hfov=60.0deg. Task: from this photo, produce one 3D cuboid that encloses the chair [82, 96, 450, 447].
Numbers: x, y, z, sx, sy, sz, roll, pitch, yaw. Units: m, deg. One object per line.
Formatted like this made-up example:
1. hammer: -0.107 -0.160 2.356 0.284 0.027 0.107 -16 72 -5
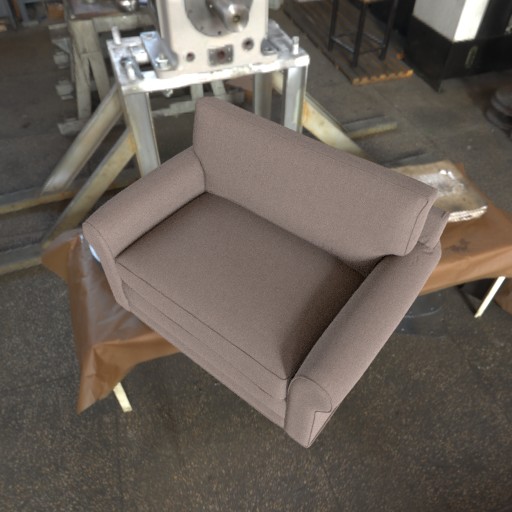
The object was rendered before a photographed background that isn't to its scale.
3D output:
1. chair: 0.000 0.000 2.047 1.390 0.930 0.930 30 54 25
